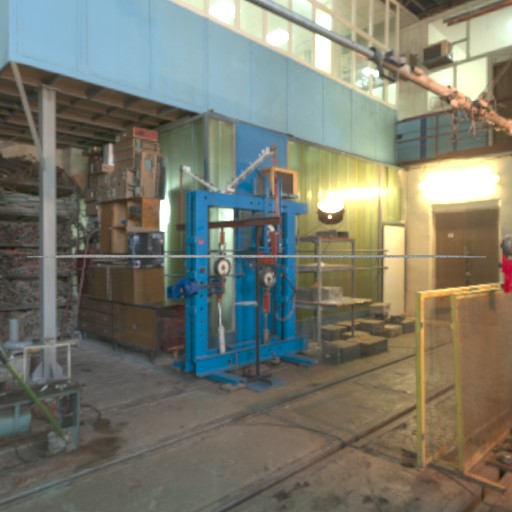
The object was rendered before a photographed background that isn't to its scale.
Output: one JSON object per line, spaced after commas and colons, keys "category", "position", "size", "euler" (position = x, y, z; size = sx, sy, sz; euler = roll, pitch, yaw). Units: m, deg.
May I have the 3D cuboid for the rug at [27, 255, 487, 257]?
{"category": "rug", "position": [0.000, 0.000, 2.697], "size": [2.443, 0.009, 0.706], "euler": [0, 1, 0]}
